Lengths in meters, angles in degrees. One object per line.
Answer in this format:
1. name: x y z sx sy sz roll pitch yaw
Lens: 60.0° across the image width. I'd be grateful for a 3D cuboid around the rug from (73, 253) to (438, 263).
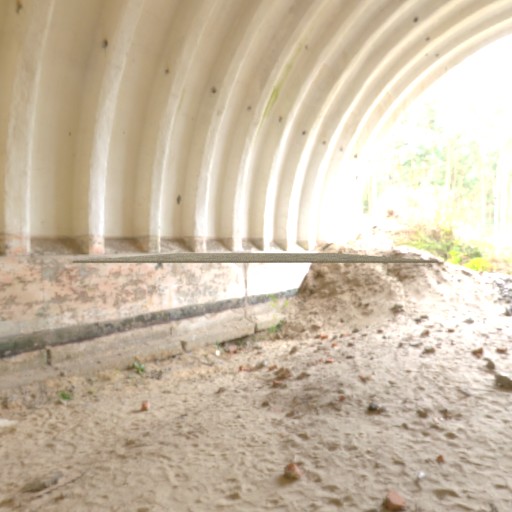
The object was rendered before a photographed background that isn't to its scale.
1. rug: 0.000 0.000 3.049 1.515 0.010 2.430 0 1 0
